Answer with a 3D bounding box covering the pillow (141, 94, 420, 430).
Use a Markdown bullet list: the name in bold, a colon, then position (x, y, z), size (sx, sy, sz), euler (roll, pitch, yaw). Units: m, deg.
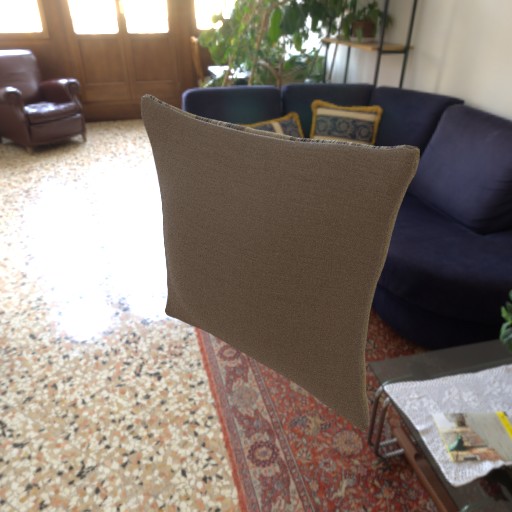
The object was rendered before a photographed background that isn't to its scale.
- **pillow**: position (0.000, 0.000, 0.664), size (0.435, 0.416, 0.189), euler (22, 37, 33)
